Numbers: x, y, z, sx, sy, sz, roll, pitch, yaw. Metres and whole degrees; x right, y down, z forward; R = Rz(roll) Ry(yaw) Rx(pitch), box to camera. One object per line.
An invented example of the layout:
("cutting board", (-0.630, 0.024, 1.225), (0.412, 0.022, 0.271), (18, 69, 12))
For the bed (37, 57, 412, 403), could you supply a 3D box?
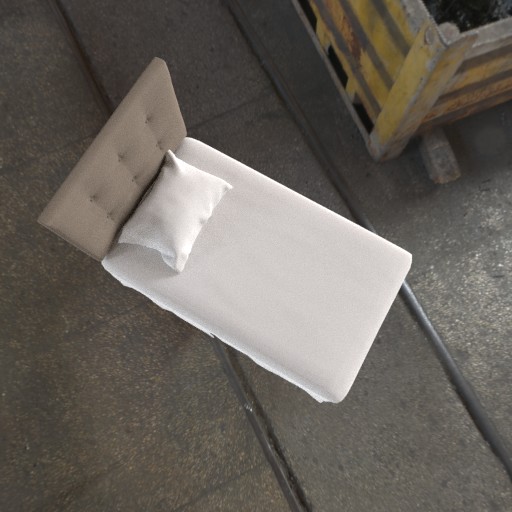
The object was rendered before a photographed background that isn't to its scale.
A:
("bed", (0.000, 0.000, 3.031), (1.997, 1.571, 1.261), (29, 78, 7))
